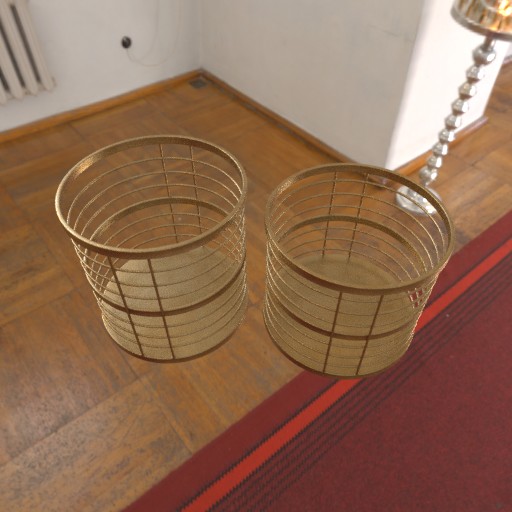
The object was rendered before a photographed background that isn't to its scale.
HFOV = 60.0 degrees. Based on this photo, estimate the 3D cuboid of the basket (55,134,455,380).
[{"bbox_3d":[0.000,0.000,0.951,0.746,0.351,0.356,4,47,4],"label":"basket"}]
